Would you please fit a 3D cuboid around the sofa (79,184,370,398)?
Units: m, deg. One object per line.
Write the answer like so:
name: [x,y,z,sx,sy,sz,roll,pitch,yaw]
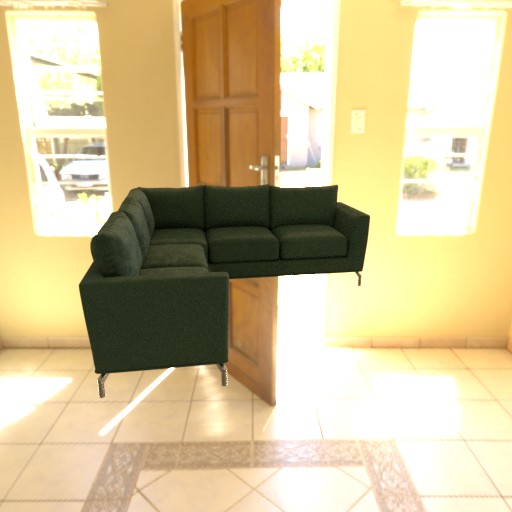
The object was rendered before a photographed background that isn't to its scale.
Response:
sofa: [0.000,0.000,3.888,2.452,1.004,2.468,-3,16,-9]
